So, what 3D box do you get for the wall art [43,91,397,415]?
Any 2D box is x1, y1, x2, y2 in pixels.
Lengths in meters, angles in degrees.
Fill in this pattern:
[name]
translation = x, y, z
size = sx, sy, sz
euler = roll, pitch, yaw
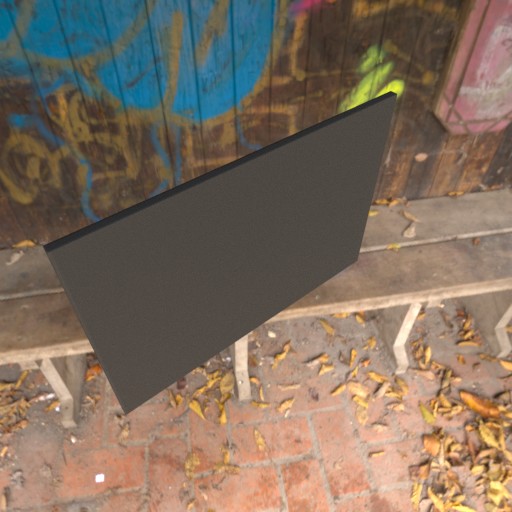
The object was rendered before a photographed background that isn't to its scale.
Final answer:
[wall art]
translation = 0.000, 0.000, 1.229
size = 0.958, 0.656, 0.026
euler = -30, 53, -26
